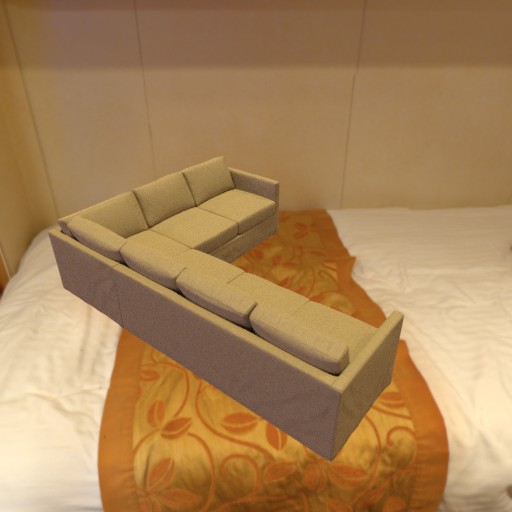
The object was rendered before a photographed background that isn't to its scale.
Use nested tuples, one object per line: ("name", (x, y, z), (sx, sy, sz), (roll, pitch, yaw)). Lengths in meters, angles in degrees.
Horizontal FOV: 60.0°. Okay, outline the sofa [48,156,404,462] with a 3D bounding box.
("sofa", (0.000, 0.000, 4.314), (3.182, 0.871, 2.432), (22, 38, 32))
